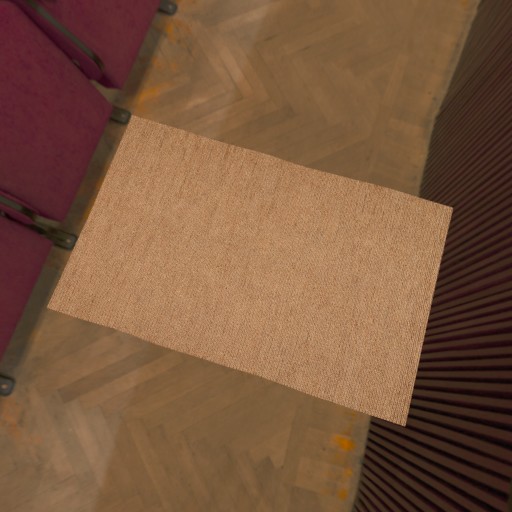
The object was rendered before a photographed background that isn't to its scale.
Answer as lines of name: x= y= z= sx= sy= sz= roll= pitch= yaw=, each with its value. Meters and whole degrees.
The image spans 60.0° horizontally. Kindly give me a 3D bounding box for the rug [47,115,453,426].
rug: x=0.000 y=0.000 z=3.044 sx=2.439 sy=0.011 sz=1.533 roll=17 pitch=76 yaw=4
